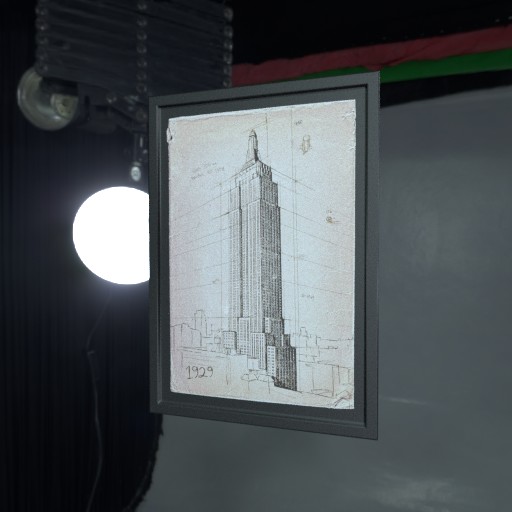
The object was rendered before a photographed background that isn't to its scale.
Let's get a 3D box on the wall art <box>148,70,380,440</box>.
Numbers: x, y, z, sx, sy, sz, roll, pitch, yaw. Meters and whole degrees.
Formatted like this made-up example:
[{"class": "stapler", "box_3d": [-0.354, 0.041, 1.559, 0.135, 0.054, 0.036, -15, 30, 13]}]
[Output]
[{"class": "wall art", "box_3d": [0.000, 0.000, 0.567, 0.303, 0.431, 0.013, 0, 1, 17]}]
